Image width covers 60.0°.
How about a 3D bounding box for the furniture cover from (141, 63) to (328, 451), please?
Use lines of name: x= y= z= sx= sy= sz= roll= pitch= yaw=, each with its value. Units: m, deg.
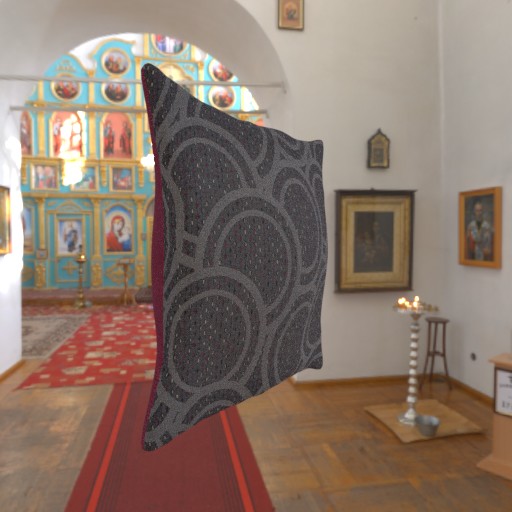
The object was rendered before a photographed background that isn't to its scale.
furniture cover: x=0.000 y=0.000 z=0.788 sx=0.163 sy=0.513 sz=0.514 roll=0 pitch=1 yaw=34
